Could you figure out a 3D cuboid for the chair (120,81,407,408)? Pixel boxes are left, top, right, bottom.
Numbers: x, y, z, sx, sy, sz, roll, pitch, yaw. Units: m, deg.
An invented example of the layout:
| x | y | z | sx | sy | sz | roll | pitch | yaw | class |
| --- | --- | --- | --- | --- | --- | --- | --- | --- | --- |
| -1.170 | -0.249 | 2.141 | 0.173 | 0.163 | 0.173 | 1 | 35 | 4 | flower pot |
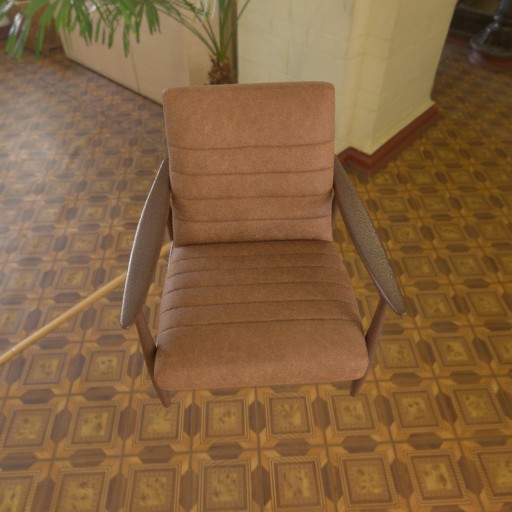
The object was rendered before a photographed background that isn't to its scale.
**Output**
| x | y | z | sx | sy | sz | roll | pitch | yaw | class |
| --- | --- | --- | --- | --- | --- | --- | --- | --- | --- |
| 0.000 | 0.000 | 1.460 | 0.741 | 0.832 | 0.798 | -2 | 46 | -2 | chair |
